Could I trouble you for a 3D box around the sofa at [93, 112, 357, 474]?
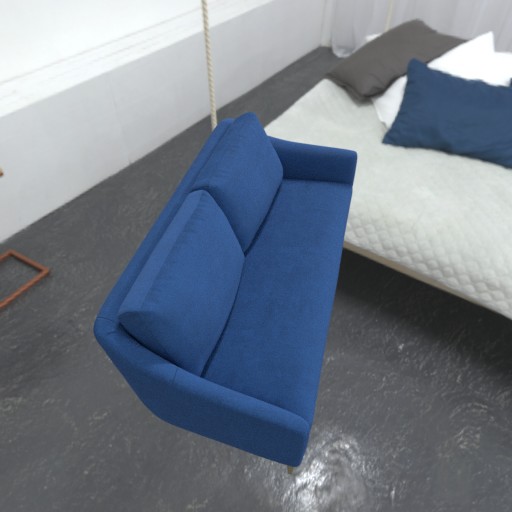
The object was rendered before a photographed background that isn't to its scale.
[{"bbox_3d":[0.000,0.000,2.557,0.960,0.903,2.036,10,46,10],"label":"sofa"}]
